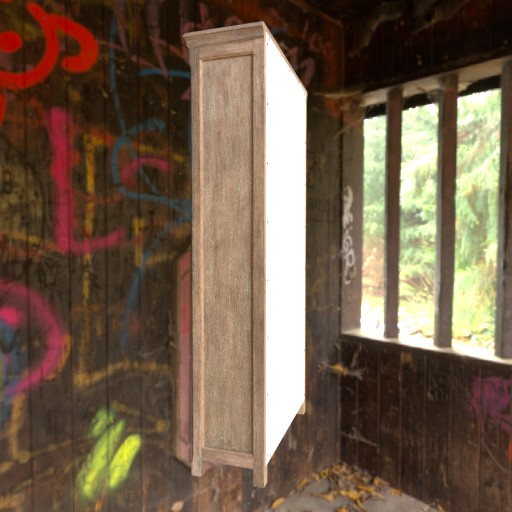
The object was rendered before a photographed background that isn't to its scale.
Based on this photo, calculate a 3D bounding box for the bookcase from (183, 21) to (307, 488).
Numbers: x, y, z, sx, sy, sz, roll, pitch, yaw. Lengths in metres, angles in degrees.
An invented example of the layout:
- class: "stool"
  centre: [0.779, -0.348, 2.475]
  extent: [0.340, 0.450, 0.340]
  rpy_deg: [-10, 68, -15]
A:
- class: "bookcase"
  centre: [0.000, 0.000, 2.247]
  extent: [0.348, 1.880, 0.906]
  rpy_deg: [1, 2, 18]
